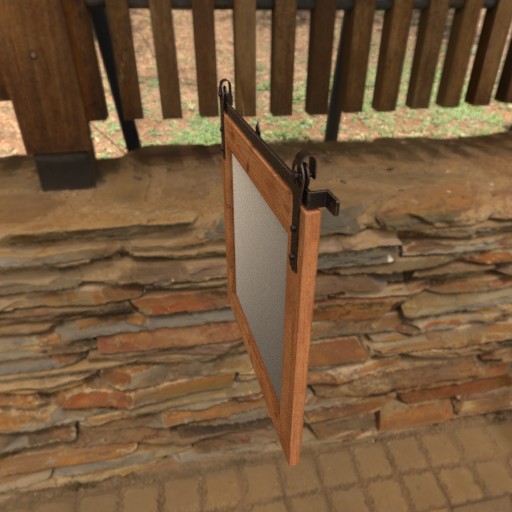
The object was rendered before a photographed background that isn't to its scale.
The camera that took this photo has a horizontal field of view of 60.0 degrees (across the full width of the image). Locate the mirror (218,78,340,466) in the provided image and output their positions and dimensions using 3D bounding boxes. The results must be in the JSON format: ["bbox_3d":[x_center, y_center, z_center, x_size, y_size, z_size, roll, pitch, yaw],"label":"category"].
[{"bbox_3d":[0.000,0.000,1.205,0.054,0.800,0.805,-8,33,-13],"label":"mirror"}]
